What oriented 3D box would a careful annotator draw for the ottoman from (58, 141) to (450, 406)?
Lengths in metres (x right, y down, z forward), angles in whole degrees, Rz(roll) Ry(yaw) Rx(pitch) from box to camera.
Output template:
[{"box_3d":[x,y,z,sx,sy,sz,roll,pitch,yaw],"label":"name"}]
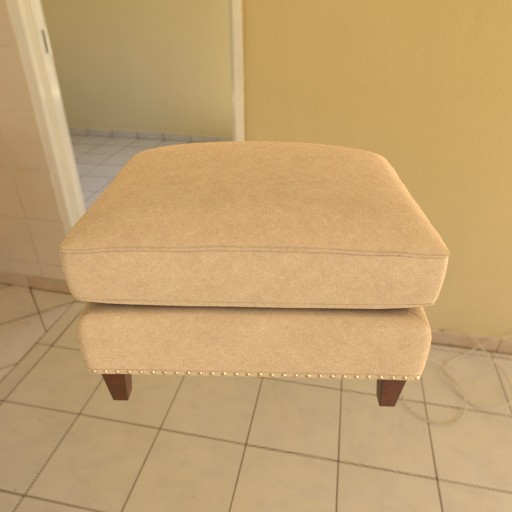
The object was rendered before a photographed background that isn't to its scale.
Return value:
[{"box_3d":[0.000,0.000,1.144,0.741,0.513,0.584,1,31,1],"label":"ottoman"}]
